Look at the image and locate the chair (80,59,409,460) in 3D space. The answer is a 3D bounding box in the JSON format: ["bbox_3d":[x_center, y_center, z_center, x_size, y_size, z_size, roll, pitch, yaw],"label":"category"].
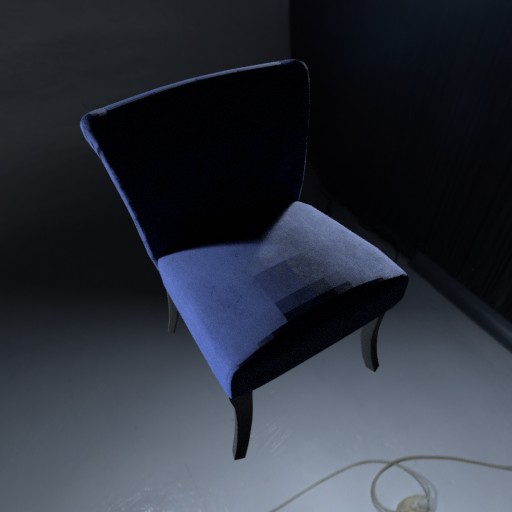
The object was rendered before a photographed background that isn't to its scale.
[{"bbox_3d":[0.000,0.000,1.160,0.585,0.753,0.606,-25,50,-23],"label":"chair"}]
